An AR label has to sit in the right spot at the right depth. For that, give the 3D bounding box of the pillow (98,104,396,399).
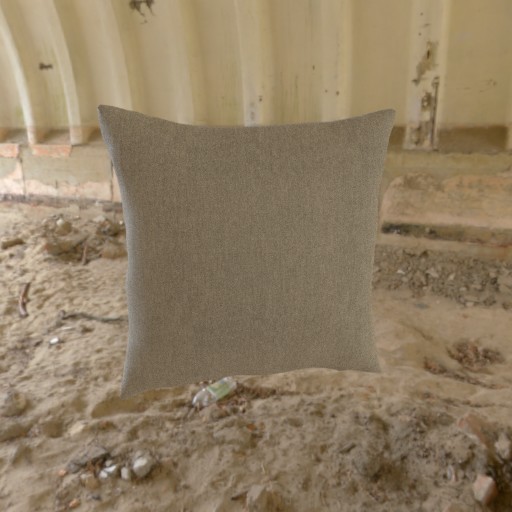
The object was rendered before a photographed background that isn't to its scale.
[{"bbox_3d":[0.000,0.000,0.680,0.433,0.436,0.173,-3,15,-10],"label":"pillow"}]
